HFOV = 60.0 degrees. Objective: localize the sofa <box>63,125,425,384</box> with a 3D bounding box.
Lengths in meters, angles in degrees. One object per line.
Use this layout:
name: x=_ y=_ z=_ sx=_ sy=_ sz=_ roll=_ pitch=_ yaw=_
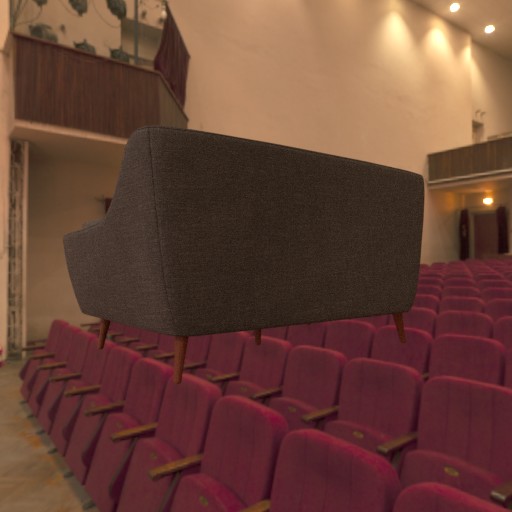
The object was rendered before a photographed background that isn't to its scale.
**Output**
sofa: x=0.000 y=0.000 z=2.226 sx=1.646 sy=0.887 sz=0.976 roll=0 pitch=-1 yaw=-36
